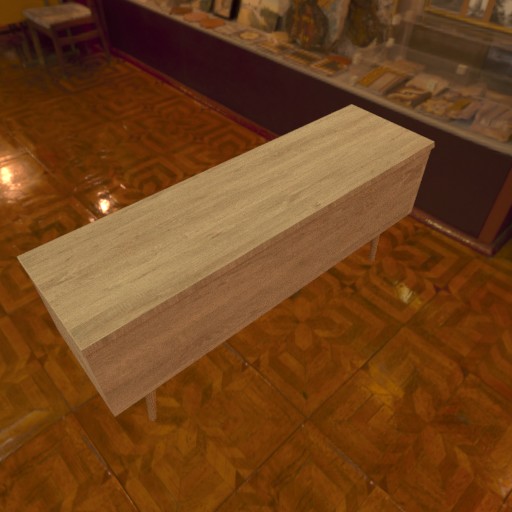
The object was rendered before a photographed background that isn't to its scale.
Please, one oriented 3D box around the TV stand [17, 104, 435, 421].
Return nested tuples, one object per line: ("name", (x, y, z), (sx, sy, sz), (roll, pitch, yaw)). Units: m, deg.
("TV stand", (0.000, 0.000, 1.548), (1.313, 0.565, 0.401), (-31, 53, -28))
